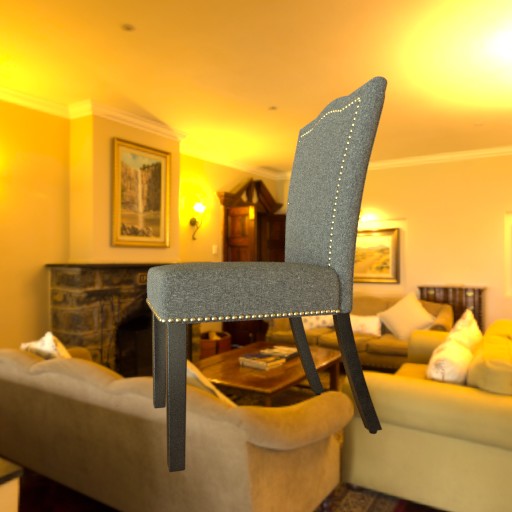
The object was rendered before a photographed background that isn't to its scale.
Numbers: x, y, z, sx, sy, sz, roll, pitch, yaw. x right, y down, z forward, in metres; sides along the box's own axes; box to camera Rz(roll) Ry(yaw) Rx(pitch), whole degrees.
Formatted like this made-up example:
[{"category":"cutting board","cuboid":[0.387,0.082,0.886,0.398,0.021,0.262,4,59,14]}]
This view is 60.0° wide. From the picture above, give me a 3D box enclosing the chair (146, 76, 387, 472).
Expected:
[{"category":"chair","cuboid":[0.000,0.000,1.271,0.589,0.946,0.518,0,0,-17]}]
